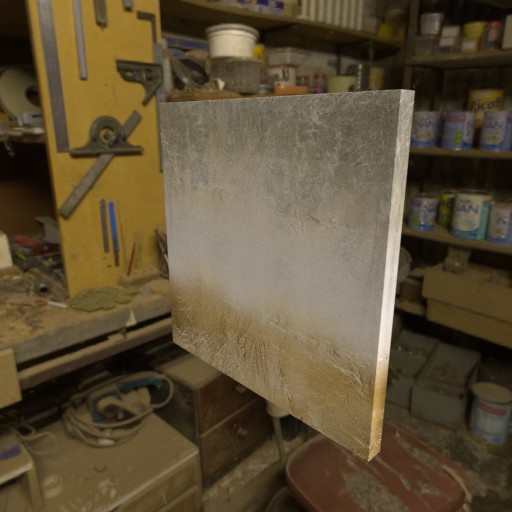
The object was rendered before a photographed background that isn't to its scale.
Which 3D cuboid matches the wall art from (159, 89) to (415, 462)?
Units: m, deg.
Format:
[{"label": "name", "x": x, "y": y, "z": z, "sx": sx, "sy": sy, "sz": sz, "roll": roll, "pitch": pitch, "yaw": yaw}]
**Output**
[{"label": "wall art", "x": 0.000, "y": 0.000, "z": 0.910, "sx": 0.038, "sy": 0.610, "sz": 0.610, "roll": -15, "pitch": 22, "yaw": -41}]
